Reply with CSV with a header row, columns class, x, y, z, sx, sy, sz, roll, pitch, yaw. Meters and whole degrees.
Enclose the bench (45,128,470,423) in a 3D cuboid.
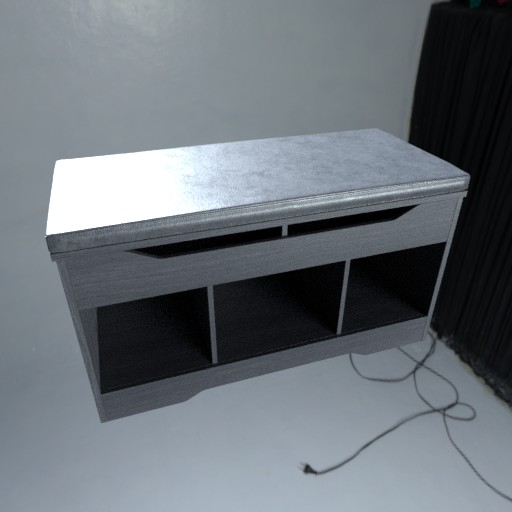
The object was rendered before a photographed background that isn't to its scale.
class,x,y,z,sx,sy,sz,roll,pitch,yaw
bench,0.000,0.000,1.173,0.905,0.501,0.401,-10,33,-16
